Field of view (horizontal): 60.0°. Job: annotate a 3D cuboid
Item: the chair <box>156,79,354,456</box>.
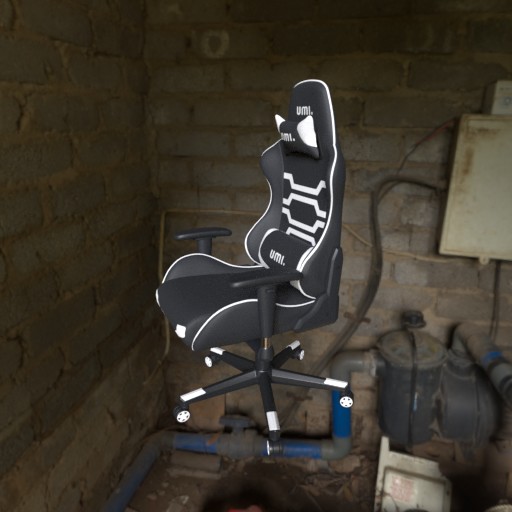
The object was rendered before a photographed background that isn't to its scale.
[{"bbox_3d":[0.000,0.000,1.658,0.700,1.240,0.700,-8,19,-24],"label":"chair"}]
